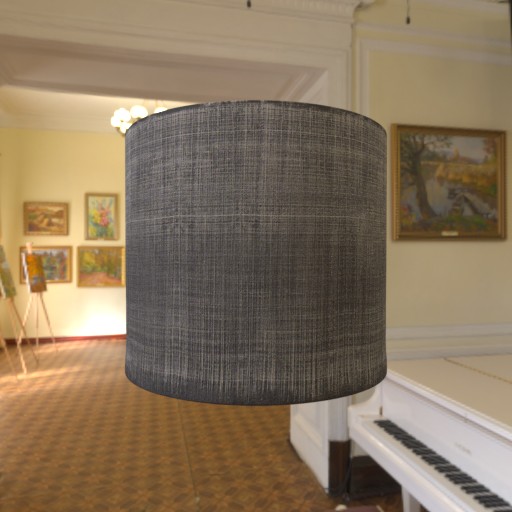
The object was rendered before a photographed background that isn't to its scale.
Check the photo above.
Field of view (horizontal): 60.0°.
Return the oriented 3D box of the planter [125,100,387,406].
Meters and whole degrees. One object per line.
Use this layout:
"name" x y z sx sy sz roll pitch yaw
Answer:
"planter" 0.000 0.000 0.313 0.178 0.157 0.178 0 0 0
